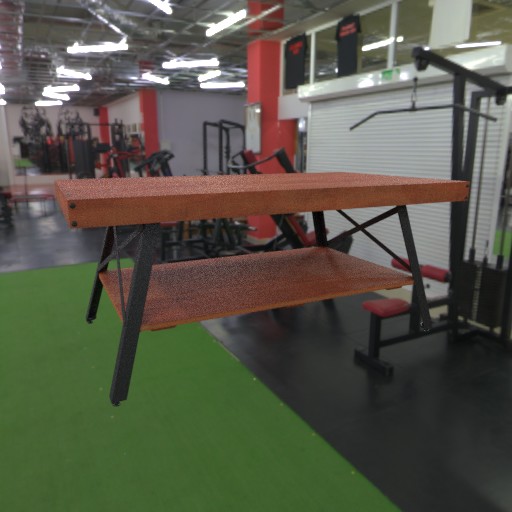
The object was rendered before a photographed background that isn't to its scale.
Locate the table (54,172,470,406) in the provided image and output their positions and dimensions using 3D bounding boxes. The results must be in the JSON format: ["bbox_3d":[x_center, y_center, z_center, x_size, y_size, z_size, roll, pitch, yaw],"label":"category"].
[{"bbox_3d":[0.000,0.000,1.361,1.067,0.457,0.610,-7,15,-25],"label":"table"}]
